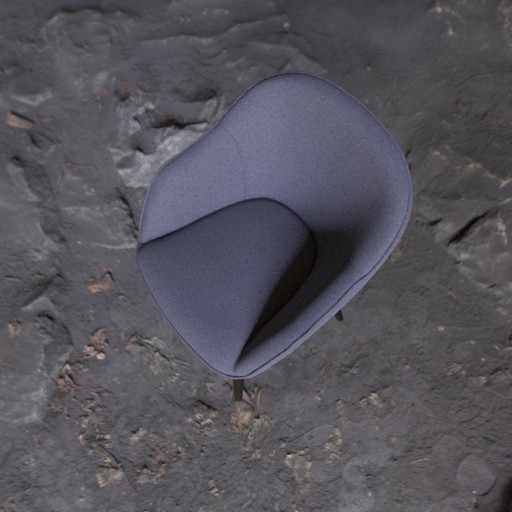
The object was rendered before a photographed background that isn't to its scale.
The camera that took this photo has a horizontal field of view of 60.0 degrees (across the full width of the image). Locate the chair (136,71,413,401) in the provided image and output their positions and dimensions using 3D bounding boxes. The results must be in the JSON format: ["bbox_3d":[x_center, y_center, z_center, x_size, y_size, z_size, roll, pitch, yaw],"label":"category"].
[{"bbox_3d":[0.000,0.000,1.266,0.611,0.810,0.589,-35,70,-15],"label":"chair"}]
